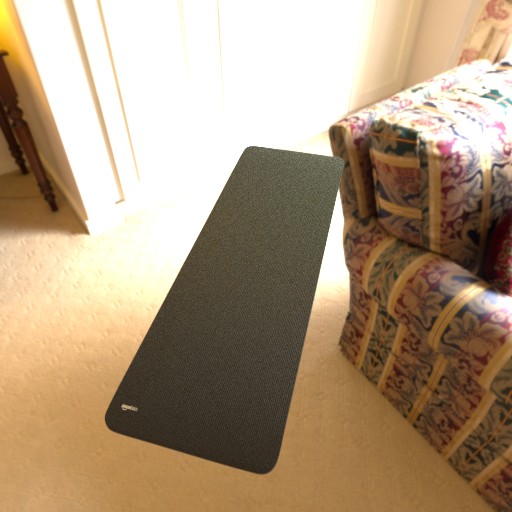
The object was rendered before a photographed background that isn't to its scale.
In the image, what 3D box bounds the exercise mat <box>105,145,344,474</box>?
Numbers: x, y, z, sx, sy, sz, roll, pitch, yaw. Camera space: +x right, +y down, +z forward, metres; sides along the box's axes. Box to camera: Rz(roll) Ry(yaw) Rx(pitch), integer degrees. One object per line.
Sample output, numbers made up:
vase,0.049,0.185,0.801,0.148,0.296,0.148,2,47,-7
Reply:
exercise mat,0.000,0.000,2.083,0.616,0.021,1.869,11,46,10
